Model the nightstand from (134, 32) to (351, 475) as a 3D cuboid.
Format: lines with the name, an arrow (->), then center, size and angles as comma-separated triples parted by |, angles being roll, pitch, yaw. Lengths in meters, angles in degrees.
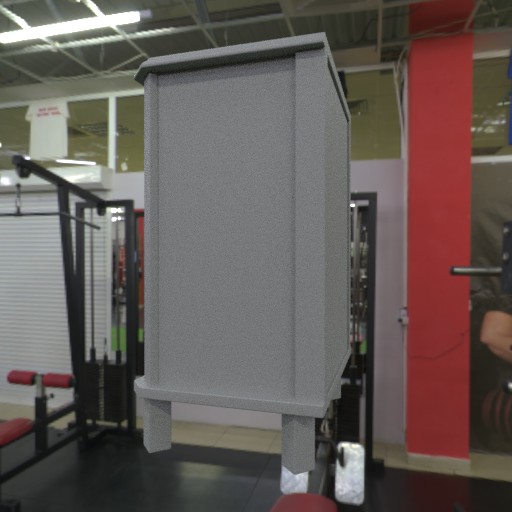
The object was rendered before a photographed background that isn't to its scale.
nightstand -> 0.000, 0.000, 0.927 | 0.350, 0.680, 0.450 | 0, 0, 17
